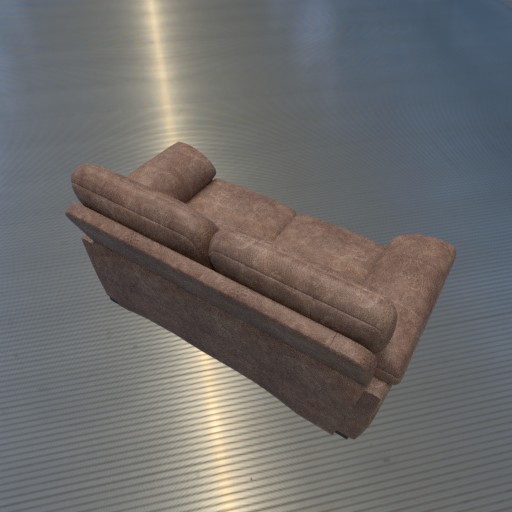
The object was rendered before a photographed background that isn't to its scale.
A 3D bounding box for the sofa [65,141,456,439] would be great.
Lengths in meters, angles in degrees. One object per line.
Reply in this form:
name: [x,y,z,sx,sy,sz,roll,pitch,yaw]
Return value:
sofa: [0.000,0.000,2.292,1.753,0.991,0.991,25,52,21]
